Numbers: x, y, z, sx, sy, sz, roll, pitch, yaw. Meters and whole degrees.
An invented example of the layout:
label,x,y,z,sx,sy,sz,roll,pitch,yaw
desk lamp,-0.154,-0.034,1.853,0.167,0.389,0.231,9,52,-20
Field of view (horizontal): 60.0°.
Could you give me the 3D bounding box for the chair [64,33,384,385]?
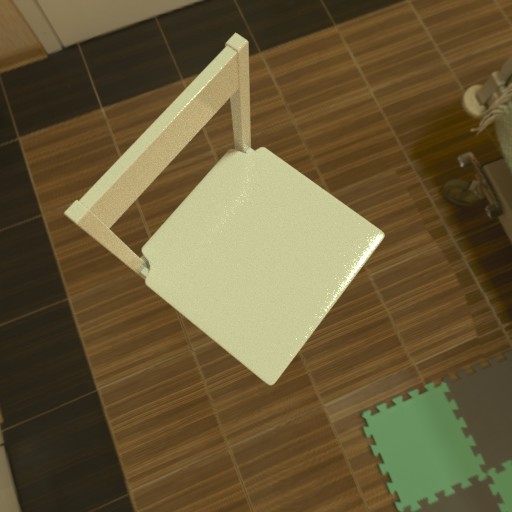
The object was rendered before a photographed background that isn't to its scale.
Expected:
label,x,y,z,sx,sy,sz,roll,pitch,yaw
chair,0.000,0.000,0.903,0.361,0.668,0.367,37,79,9
